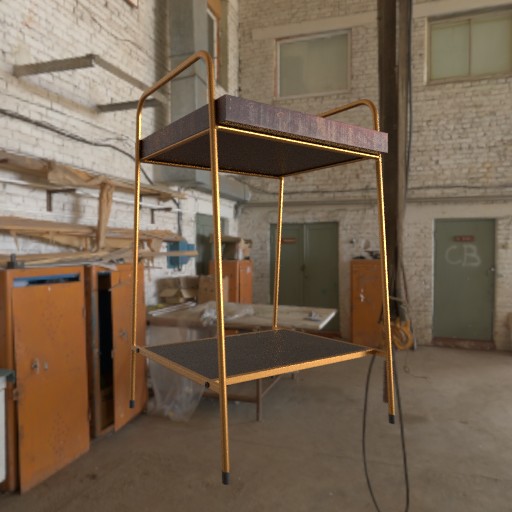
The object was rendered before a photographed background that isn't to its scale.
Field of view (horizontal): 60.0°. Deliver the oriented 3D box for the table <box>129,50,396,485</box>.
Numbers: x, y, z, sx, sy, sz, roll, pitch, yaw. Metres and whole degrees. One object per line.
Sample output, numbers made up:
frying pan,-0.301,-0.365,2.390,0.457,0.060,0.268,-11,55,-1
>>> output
table,0.000,0.000,0.987,0.430,0.710,0.430,0,1,-36
